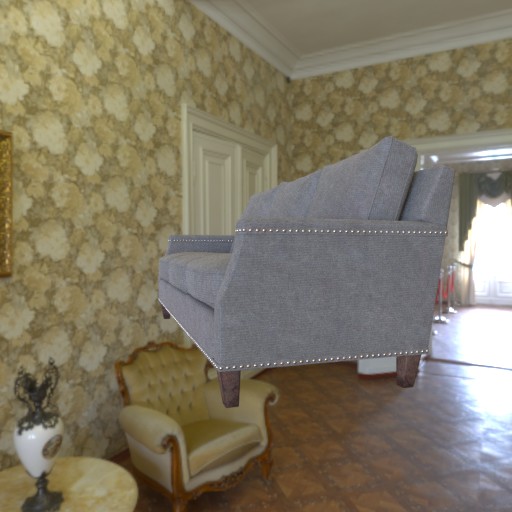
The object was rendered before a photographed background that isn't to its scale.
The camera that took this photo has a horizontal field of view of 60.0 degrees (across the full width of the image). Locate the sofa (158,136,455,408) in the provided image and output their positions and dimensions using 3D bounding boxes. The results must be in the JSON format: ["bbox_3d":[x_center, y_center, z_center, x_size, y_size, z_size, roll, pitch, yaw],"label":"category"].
[{"bbox_3d":[0.000,0.000,2.717,1.034,1.042,2.226,0,1,-18],"label":"sofa"}]
